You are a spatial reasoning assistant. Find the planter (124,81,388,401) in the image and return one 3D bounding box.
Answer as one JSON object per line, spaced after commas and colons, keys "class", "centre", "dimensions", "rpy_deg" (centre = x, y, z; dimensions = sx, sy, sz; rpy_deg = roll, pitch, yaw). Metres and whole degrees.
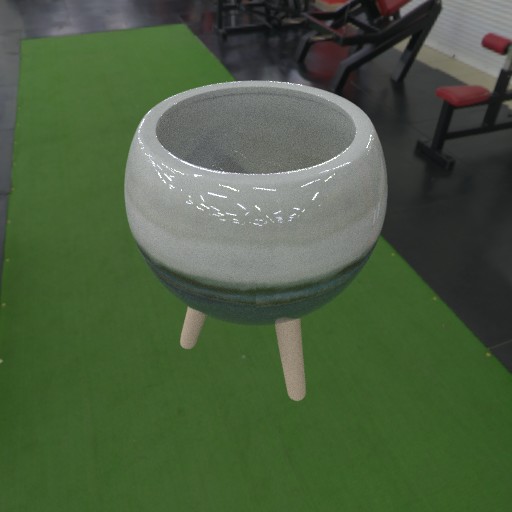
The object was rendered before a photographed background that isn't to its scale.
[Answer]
{"class": "planter", "centre": [0.000, 0.000, 0.436], "dimensions": [0.222, 0.278, 0.222], "rpy_deg": [0, 41, 0]}
